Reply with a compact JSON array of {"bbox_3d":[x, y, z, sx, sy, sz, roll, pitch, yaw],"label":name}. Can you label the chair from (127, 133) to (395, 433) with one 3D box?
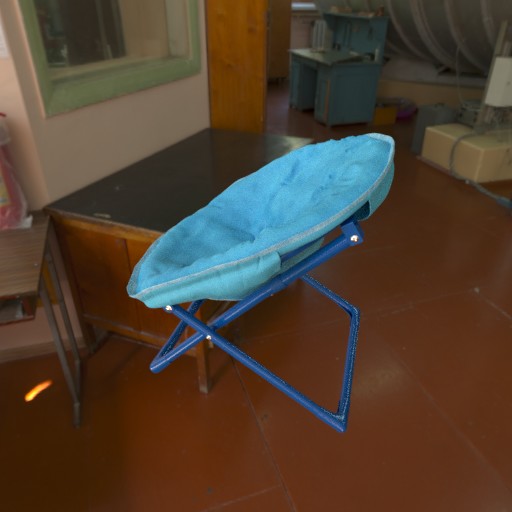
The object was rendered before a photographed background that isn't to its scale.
[{"bbox_3d":[0.000,0.000,0.874,0.465,0.478,0.520,8,32,13],"label":"chair"}]
